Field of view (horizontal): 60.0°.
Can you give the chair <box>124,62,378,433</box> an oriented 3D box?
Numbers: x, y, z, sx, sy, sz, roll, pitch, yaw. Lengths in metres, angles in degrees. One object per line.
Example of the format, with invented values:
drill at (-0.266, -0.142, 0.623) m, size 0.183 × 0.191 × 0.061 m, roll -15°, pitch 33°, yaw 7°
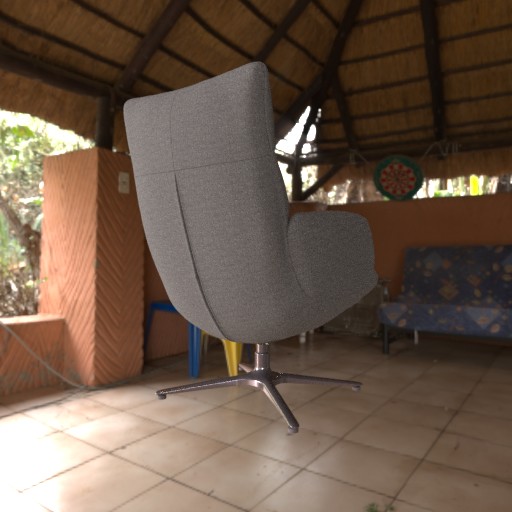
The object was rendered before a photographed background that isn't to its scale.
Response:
chair at (0.000, 0.000, 1.552) m, size 0.702 × 0.984 × 0.831 m, roll 0°, pitch 0°, yaw 34°
